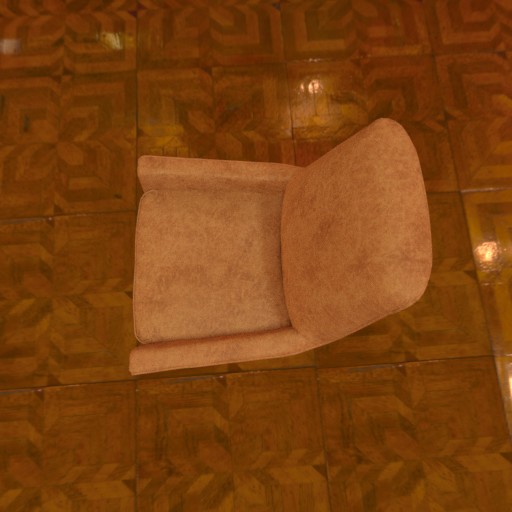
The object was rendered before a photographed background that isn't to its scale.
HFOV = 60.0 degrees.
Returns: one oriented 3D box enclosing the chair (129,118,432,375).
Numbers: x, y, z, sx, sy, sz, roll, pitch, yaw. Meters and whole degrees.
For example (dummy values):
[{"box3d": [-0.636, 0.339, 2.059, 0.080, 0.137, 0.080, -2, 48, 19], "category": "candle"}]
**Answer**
[{"box3d": [0.000, 0.000, 1.494, 0.851, 0.883, 0.753, -2, 75, 0], "category": "chair"}]
